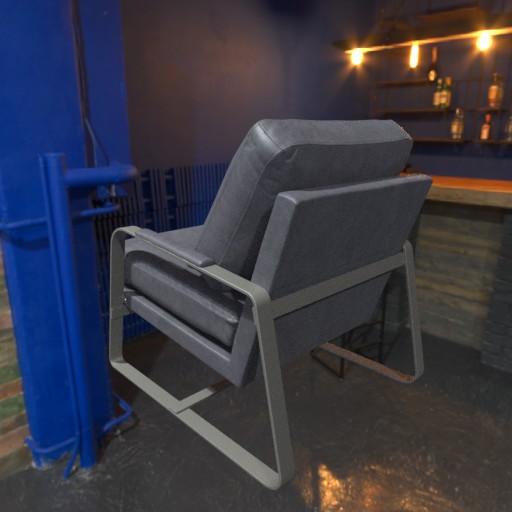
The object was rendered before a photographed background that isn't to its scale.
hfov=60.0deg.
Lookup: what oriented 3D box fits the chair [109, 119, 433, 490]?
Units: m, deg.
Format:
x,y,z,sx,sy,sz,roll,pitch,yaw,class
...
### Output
x,y,z,sx,sy,sz,roll,pitch,yaw,class
0.000,0.000,1.430,0.692,0.839,0.878,-15,22,-42,chair
